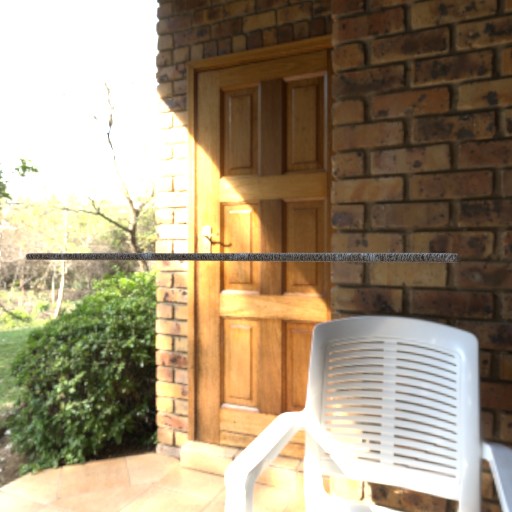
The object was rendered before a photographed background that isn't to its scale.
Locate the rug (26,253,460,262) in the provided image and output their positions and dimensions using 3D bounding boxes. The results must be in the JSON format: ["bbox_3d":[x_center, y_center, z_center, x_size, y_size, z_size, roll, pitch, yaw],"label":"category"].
[{"bbox_3d":[0.000,0.000,2.282,1.778,0.030,1.219,0,0,18],"label":"rug"}]
